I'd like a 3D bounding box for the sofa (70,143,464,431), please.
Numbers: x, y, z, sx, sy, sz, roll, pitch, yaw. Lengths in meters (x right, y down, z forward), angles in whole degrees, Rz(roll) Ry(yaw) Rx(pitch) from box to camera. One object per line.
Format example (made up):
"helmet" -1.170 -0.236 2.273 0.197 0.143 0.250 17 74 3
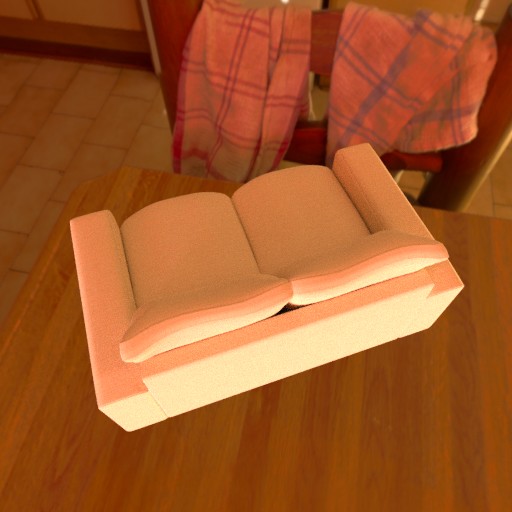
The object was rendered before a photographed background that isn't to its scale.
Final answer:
"sofa" 0.000 0.000 2.324 1.754 0.875 1.091 -16 59 -10
